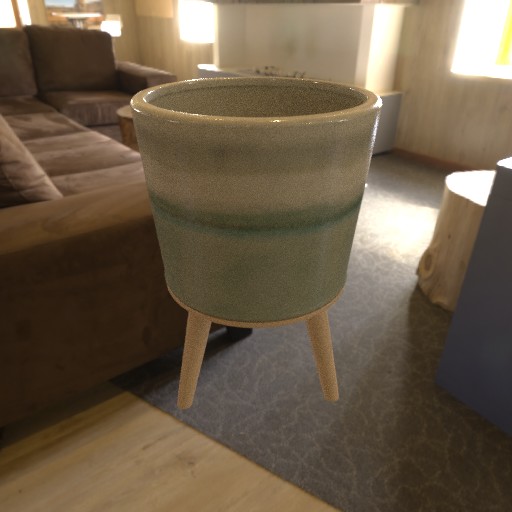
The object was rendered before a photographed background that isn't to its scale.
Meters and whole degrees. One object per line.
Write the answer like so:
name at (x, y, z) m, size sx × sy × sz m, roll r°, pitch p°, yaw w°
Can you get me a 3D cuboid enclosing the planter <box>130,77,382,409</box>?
planter at (0.000, 0.000, 0.577) m, size 0.265 × 0.404 × 0.265 m, roll -11°, pitch 31°, yaw -18°
